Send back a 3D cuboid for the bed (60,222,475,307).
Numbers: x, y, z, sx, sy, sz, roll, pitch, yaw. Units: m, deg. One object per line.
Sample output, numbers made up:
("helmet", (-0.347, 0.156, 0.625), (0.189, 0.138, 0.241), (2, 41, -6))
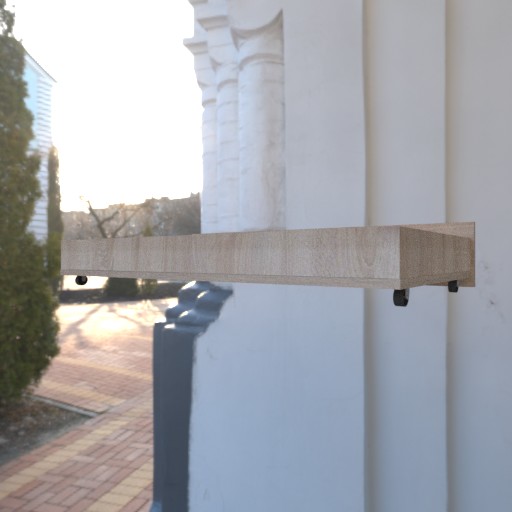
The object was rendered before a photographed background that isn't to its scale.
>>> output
("bed", (0.000, 0.000, 1.463), (1.200, 0.209, 0.685), (0, 0, 37))
